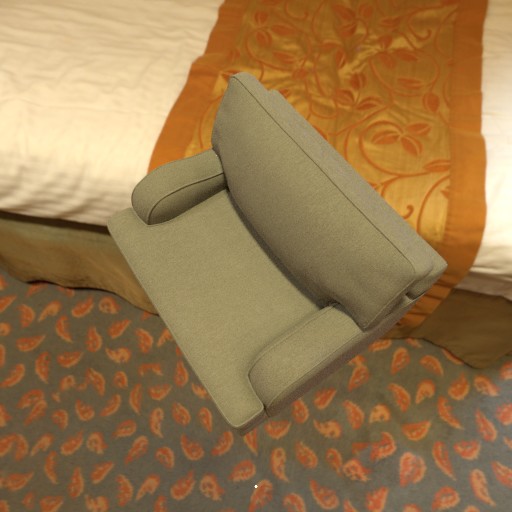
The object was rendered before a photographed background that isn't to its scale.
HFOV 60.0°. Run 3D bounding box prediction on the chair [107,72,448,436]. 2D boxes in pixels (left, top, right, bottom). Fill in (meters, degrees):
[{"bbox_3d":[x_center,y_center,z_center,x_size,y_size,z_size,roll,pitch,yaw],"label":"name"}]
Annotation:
[{"bbox_3d":[0.000,0.000,2.091,1.041,1.016,1.220,-31,67,-15],"label":"chair"}]
